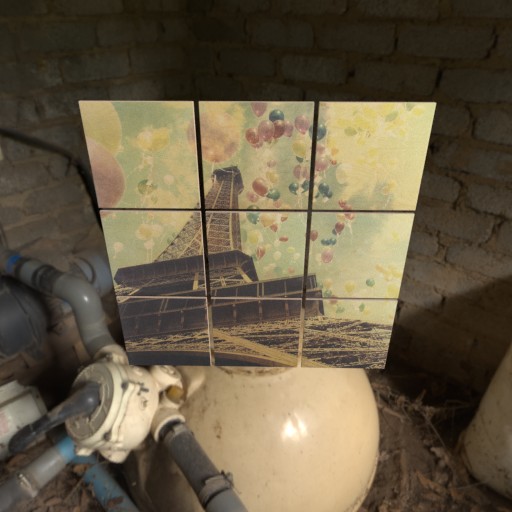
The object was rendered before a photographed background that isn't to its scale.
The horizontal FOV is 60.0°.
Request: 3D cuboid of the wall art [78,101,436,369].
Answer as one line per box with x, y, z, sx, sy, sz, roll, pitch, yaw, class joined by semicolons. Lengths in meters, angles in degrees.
0.000;0.000;1.820;1.219;1.218;0.013;1;30;1;wall art
